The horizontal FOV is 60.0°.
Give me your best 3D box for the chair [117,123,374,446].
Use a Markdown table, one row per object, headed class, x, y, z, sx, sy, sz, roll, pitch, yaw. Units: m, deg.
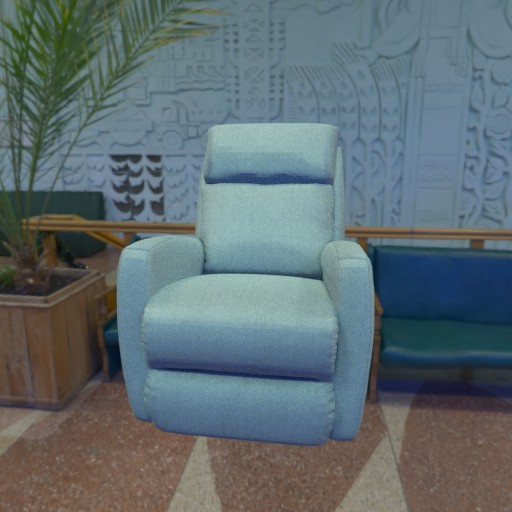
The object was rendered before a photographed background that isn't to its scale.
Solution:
| class | x | y | z | sx | sy | sz | roll | pitch | yaw |
| --- | --- | --- | --- | --- | --- | --- | --- | --- | --- |
| chair | 0.000 | 0.000 | 1.688 | 0.812 | 1.013 | 0.940 | 2 | 13 | 8 |
